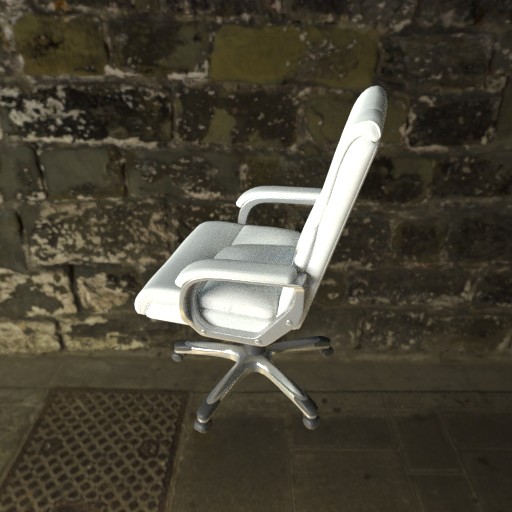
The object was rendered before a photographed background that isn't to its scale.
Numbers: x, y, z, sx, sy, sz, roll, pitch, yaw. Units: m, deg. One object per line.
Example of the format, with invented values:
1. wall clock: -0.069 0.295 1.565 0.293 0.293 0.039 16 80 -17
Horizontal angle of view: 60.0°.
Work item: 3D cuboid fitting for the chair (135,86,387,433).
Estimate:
1. chair: 0.000 0.000 1.550 0.738 1.120 0.687 8 31 13
